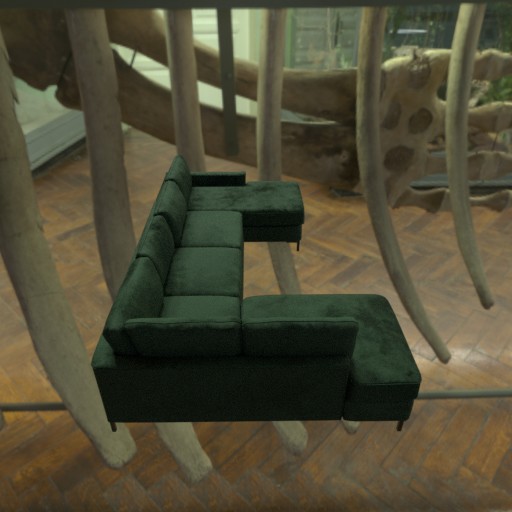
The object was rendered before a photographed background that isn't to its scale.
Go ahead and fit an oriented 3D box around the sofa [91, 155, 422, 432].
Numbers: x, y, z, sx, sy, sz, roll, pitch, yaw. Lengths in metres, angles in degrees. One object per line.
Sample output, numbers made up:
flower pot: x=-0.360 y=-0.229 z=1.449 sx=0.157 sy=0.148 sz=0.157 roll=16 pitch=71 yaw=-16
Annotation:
sofa: x=0.000 y=0.000 z=3.898 sx=1.992 sy=0.861 sz=2.994 roll=-1 pitch=33 yaw=-1
